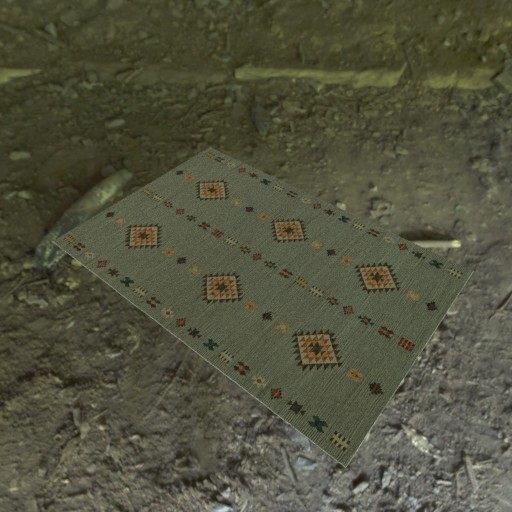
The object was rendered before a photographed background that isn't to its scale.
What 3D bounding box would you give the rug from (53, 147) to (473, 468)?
[{"bbox_3d":[0.000,0.000,2.294,1.818,0.005,1.217,30,53,27],"label":"rug"}]
